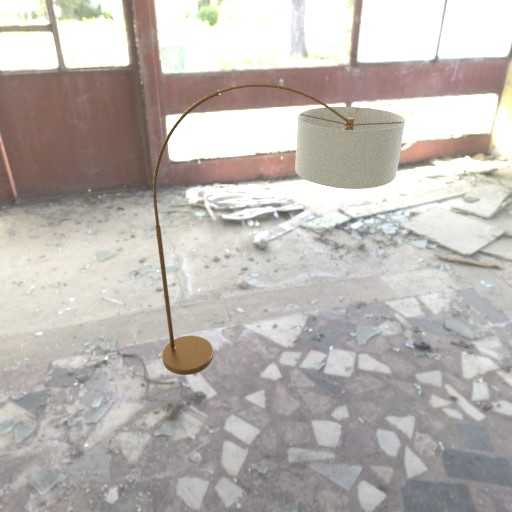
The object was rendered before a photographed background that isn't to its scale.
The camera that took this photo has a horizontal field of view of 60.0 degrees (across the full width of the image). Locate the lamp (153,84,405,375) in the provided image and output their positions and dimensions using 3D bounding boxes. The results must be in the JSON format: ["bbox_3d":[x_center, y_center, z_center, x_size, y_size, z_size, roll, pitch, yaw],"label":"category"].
[{"bbox_3d":[0.000,0.000,2.632,1.434,1.927,0.493,10,32,17],"label":"lamp"}]
